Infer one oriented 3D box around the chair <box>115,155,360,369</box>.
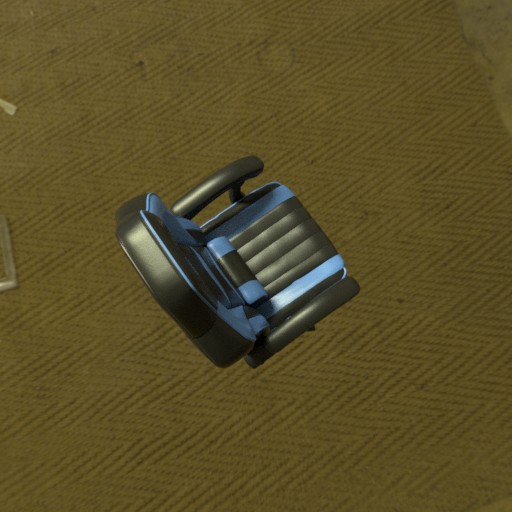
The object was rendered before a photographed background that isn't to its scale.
[{"bbox_3d":[0.000,0.000,1.678,0.700,1.280,0.700,-34,78,-9],"label":"chair"}]
